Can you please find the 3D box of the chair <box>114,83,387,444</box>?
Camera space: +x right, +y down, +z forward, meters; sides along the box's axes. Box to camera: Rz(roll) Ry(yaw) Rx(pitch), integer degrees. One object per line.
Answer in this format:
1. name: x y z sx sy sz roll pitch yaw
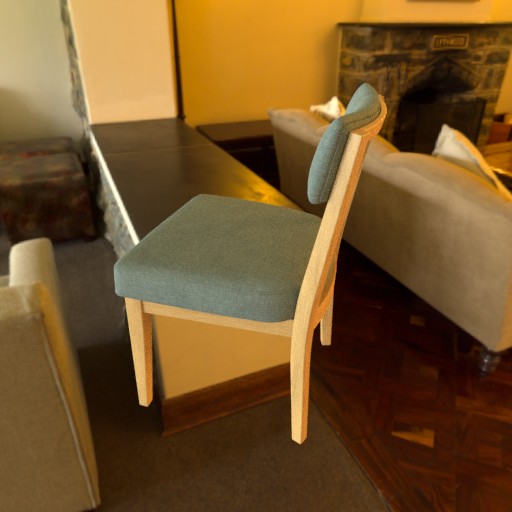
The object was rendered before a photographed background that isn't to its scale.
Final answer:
1. chair: 0.000 0.000 1.185 0.572 0.832 0.508 9 30 15
